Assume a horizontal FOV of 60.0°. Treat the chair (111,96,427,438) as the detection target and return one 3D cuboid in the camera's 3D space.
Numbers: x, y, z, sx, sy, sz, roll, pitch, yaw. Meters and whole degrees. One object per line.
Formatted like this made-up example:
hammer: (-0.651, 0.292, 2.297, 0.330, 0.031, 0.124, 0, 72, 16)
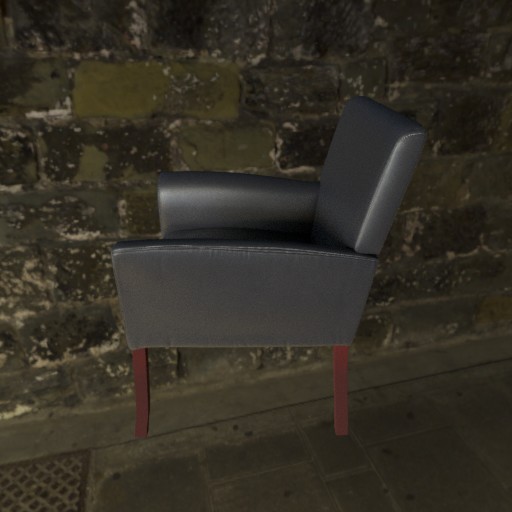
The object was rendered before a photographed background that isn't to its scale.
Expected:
chair: (0.000, 0.000, 1.478, 0.772, 0.951, 0.683, 0, 26, -1)
